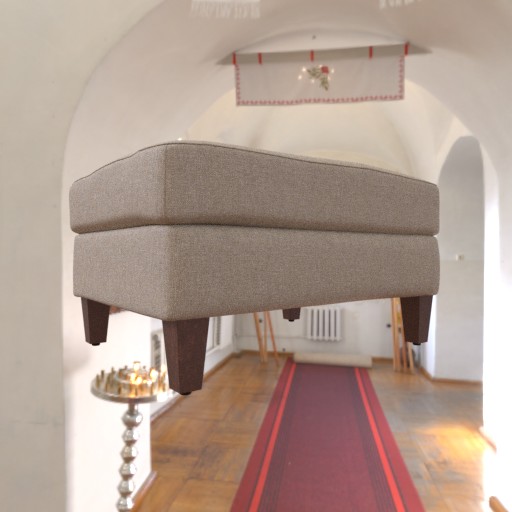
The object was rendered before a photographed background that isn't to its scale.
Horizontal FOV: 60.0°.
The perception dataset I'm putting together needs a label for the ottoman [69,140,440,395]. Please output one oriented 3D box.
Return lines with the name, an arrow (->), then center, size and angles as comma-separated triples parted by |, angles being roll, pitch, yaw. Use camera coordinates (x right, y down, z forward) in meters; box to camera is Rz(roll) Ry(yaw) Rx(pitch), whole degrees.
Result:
ottoman -> 0.000, 0.000, 1.291 | 0.898, 0.519, 0.677 | 0, 0, -37
